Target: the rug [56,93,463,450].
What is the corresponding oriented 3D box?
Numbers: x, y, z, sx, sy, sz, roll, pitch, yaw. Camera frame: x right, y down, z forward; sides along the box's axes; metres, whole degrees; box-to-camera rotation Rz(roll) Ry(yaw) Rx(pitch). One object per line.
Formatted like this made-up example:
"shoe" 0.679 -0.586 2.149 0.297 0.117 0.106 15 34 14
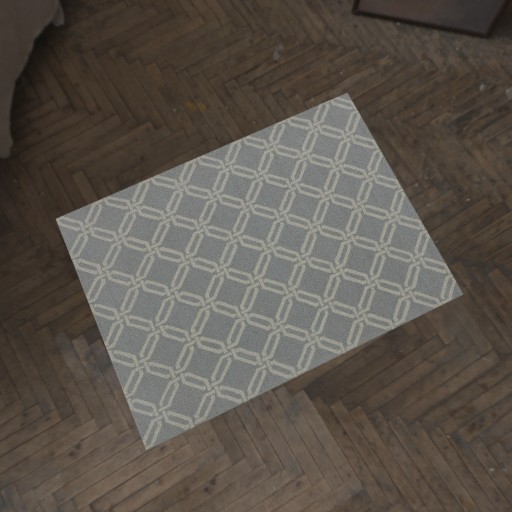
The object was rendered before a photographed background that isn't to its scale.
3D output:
"rug" 0.000 0.000 4.433 3.353 0.013 2.438 -25 79 -5
